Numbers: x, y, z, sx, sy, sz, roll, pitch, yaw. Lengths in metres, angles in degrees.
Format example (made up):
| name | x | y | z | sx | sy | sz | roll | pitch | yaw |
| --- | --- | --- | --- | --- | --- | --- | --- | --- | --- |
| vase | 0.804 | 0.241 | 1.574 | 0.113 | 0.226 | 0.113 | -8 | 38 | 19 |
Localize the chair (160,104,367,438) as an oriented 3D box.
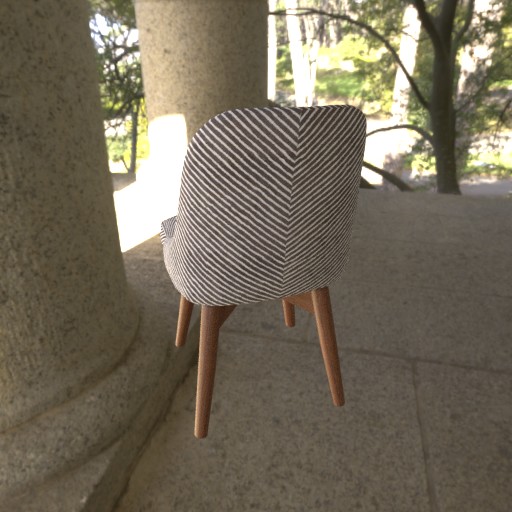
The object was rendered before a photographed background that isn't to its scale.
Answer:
| name | x | y | z | sx | sy | sz | roll | pitch | yaw |
| --- | --- | --- | --- | --- | --- | --- | --- | --- | --- |
| chair | 0.000 | 0.000 | 1.259 | 0.504 | 0.883 | 0.591 | -7 | 27 | -15 |
